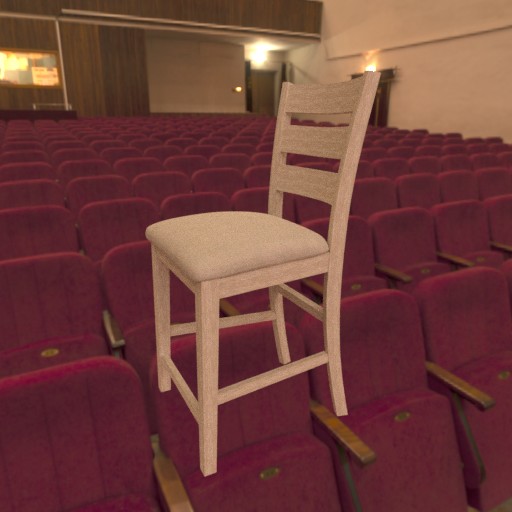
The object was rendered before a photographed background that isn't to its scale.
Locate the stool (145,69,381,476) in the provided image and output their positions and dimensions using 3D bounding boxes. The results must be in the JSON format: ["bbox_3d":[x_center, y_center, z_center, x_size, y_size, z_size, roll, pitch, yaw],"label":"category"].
[{"bbox_3d":[0.000,0.000,1.346,0.569,1.032,0.484,-8,19,-26],"label":"stool"}]
